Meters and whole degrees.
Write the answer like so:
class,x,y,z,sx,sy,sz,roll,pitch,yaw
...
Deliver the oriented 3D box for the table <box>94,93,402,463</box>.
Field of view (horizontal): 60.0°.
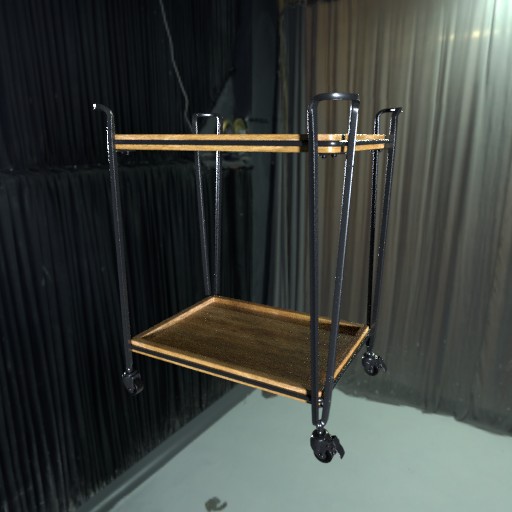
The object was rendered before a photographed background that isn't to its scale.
class,x,y,z,sx,sy,sz,roll,pitch,yaw
table,0.000,0.000,1.223,0.672,0.785,0.505,8,17,27
